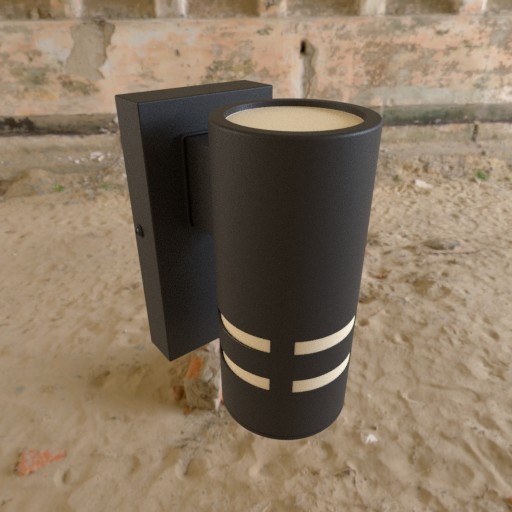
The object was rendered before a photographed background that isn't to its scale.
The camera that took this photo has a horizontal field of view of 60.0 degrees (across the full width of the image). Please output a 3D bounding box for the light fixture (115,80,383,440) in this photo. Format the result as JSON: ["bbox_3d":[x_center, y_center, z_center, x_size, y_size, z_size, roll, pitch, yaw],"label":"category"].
[{"bbox_3d":[0.000,0.000,0.270,0.098,0.179,0.138,-22,36,-33],"label":"light fixture"}]
